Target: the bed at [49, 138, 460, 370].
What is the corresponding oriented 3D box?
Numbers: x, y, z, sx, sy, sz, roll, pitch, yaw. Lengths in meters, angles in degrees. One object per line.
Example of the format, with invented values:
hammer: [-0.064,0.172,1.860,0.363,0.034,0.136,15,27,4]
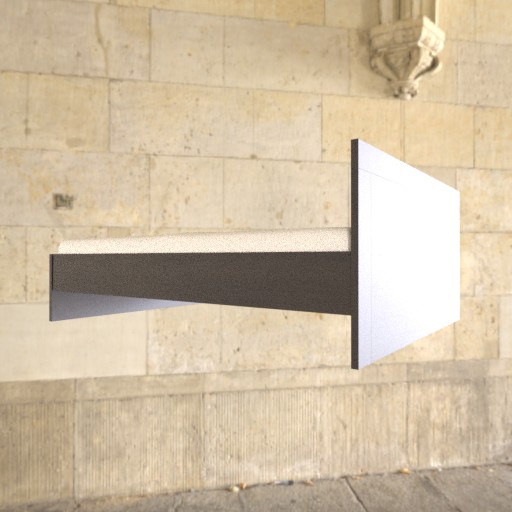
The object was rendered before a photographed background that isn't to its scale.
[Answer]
bed: [0.000,0.000,2.819,2.073,0.823,1.585,0,0,36]
